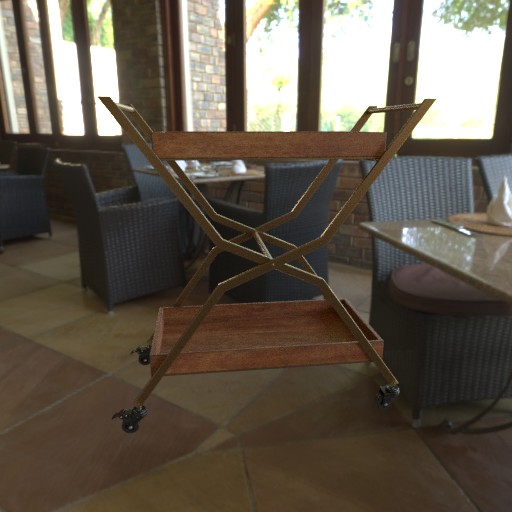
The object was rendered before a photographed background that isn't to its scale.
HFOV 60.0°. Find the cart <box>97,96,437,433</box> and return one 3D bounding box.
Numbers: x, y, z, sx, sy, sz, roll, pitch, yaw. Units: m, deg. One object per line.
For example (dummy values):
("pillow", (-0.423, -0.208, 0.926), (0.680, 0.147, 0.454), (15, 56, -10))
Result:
("cart", (0.000, 0.000, 1.320), (0.836, 0.869, 0.405), (-2, 16, -7))
